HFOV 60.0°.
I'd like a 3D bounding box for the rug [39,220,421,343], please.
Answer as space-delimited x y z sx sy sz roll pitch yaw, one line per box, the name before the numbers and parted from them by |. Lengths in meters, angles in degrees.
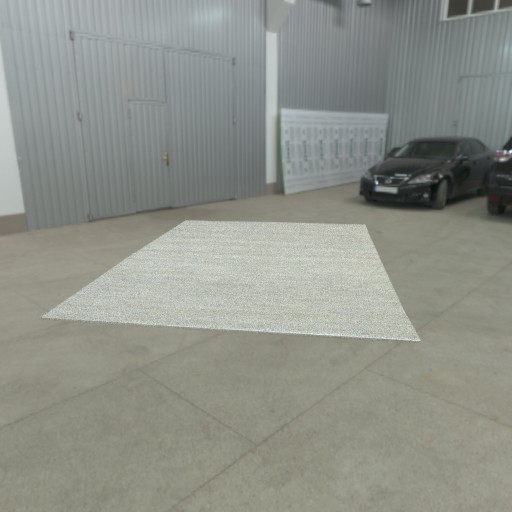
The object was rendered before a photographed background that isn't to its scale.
rug | 0.000 0.000 2.917 1.624 0.030 2.264 2 16 8
